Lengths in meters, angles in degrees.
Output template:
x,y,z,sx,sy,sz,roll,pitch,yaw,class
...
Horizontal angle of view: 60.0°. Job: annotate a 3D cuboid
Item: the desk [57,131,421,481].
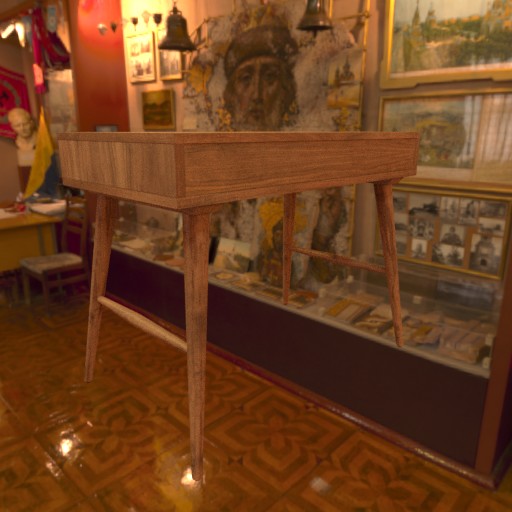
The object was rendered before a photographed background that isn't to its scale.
x,y,z,sx,sy,sz,roll,pitch,yaw,class
0.000,0.000,1.408,0.949,0.758,0.588,-15,22,-42,desk
